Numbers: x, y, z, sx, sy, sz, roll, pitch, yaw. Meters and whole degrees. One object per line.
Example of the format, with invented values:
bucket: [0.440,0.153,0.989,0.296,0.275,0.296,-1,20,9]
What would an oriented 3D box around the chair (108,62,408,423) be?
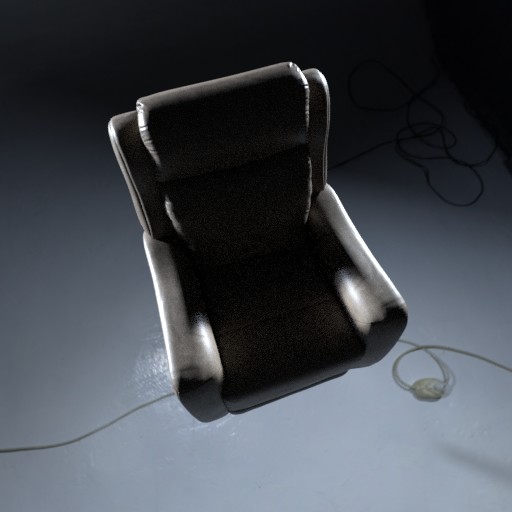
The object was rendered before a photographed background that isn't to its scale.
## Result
chair: [0.000,0.000,1.901,0.967,1.116,1.068,-16,64,-8]
